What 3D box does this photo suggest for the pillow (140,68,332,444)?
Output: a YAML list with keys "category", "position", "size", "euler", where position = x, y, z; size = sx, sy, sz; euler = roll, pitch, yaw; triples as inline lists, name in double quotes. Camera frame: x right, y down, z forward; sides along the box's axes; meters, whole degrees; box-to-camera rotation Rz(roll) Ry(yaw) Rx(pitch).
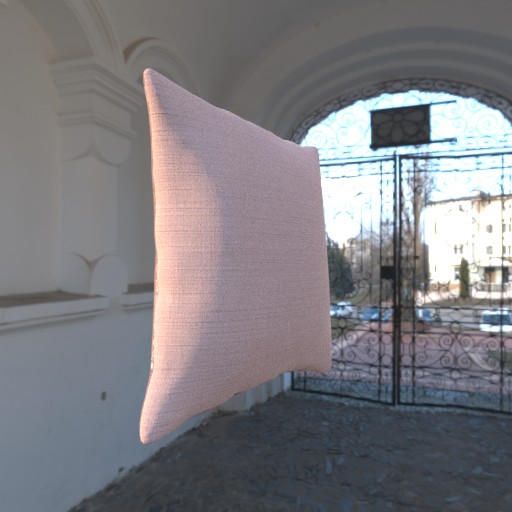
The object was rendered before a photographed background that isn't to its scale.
- category: "pillow"
  position: [0.000, 0.000, 0.727]
  size: [0.175, 0.464, 0.470]
  euler: [-1, -2, 35]
